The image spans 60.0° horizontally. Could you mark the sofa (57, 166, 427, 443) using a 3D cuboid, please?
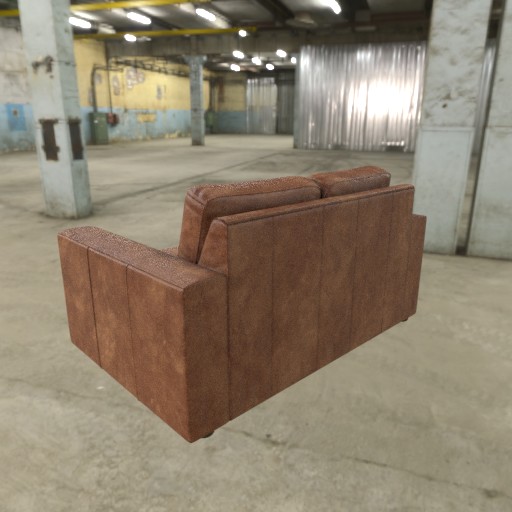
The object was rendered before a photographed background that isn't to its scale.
[{"bbox_3d":[0.000,0.000,2.300,1.626,0.889,1.041,-15,23,-41],"label":"sofa"}]
